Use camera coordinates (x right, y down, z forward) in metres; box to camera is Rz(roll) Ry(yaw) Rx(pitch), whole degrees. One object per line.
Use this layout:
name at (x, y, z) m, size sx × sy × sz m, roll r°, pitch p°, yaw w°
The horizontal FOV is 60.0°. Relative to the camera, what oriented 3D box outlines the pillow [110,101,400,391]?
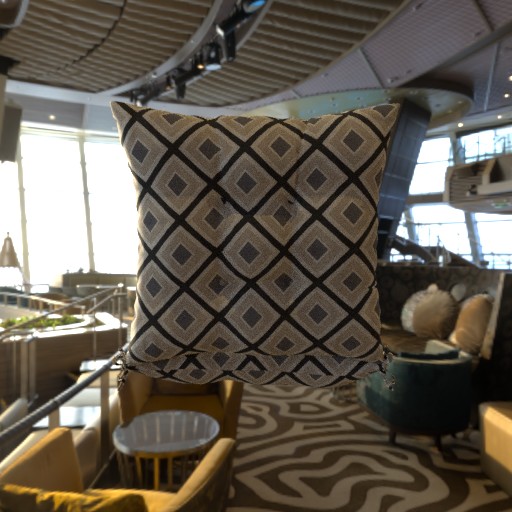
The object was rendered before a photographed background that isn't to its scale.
pillow at (0.000, 0.000, 1.011) m, size 0.541 × 0.536 × 0.585 m, roll 0°, pitch 0°, yaw 0°
